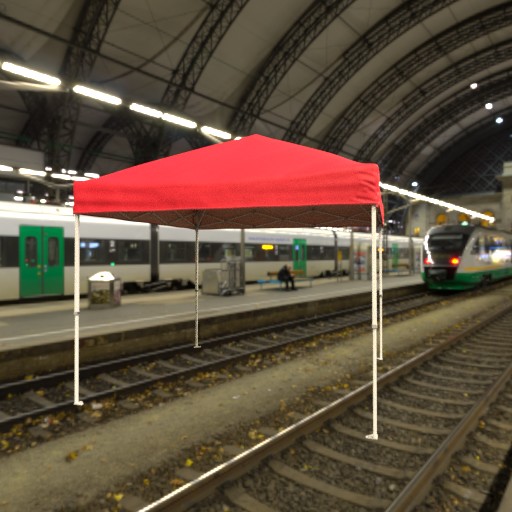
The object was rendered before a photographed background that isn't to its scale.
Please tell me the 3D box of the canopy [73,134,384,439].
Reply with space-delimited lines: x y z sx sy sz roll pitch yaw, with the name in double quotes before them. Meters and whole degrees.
"canopy" 0.000 0.000 5.468 2.996 2.997 2.998 0 0 17
